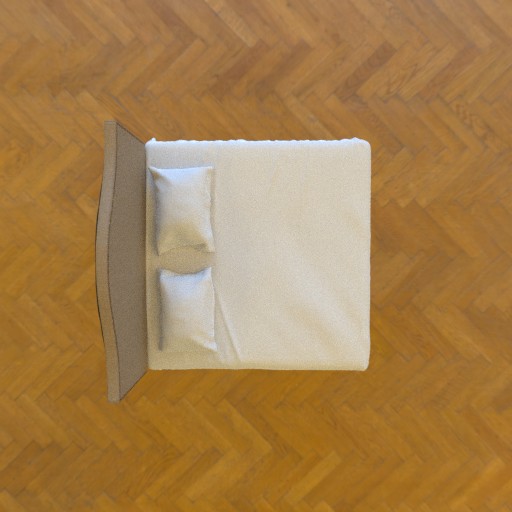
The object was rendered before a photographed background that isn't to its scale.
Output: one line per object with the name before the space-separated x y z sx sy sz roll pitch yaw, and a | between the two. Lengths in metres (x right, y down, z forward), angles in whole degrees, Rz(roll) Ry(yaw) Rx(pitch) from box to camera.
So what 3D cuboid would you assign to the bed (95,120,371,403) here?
bed | 0.000 0.000 3.683 2.222 1.651 2.311 0 92 1
